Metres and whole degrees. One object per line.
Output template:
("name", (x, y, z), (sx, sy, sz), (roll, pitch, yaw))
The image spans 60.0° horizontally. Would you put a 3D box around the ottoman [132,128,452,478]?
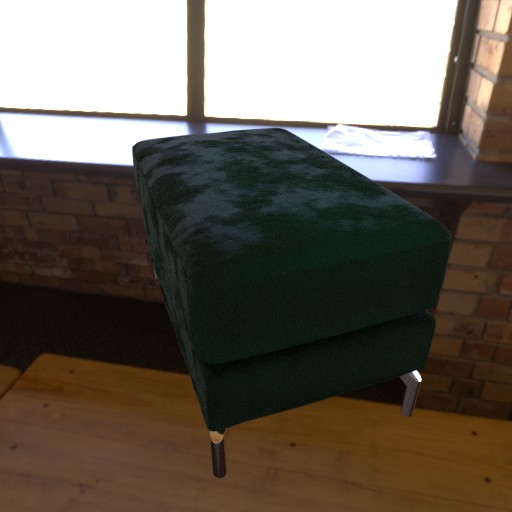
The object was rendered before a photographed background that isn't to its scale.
("ottoman", (0.000, 0.000, 1.238), (0.536, 0.533, 0.886), (-11, 32, -17))
